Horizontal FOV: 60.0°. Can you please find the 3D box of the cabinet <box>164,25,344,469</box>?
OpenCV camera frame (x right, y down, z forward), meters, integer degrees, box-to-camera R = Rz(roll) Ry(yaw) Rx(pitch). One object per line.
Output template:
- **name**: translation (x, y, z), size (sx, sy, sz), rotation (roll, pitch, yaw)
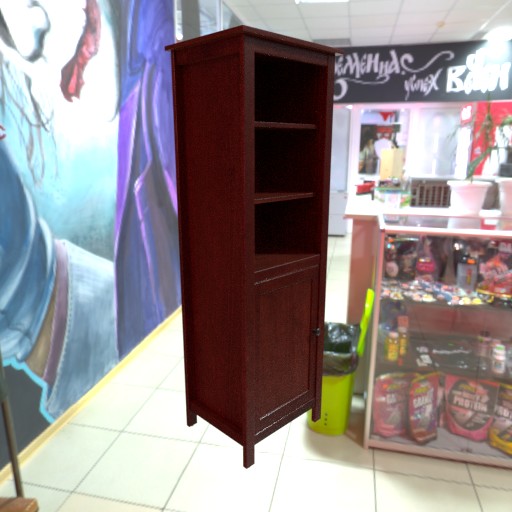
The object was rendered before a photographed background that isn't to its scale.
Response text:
- **cabinet**: translation (0.000, 0.000, 1.755), size (0.500, 1.518, 0.401), rotation (-13, 19, -43)
